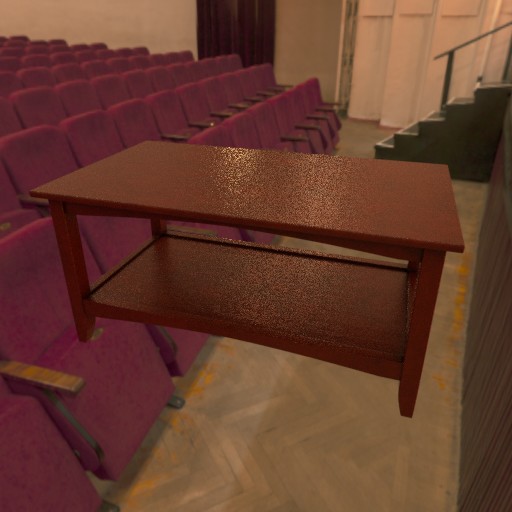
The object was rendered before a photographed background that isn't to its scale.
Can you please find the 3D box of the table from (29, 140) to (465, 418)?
[{"bbox_3d":[0.000,0.000,1.233,0.943,0.456,0.533,9,29,16],"label":"table"}]
